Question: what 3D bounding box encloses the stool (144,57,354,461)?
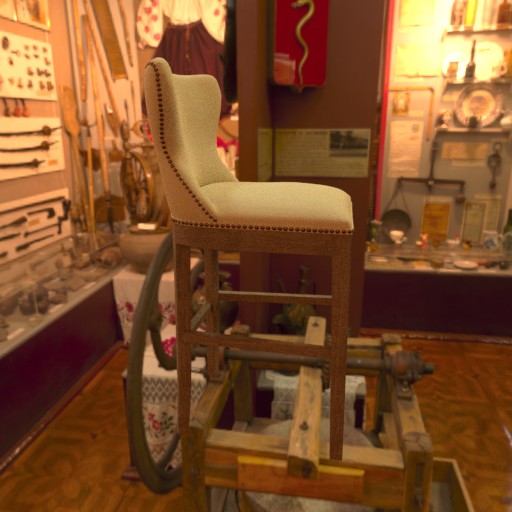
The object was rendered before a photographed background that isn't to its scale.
[{"bbox_3d":[0.000,0.000,1.415,0.606,1.123,0.494,3,17,11],"label":"stool"}]
